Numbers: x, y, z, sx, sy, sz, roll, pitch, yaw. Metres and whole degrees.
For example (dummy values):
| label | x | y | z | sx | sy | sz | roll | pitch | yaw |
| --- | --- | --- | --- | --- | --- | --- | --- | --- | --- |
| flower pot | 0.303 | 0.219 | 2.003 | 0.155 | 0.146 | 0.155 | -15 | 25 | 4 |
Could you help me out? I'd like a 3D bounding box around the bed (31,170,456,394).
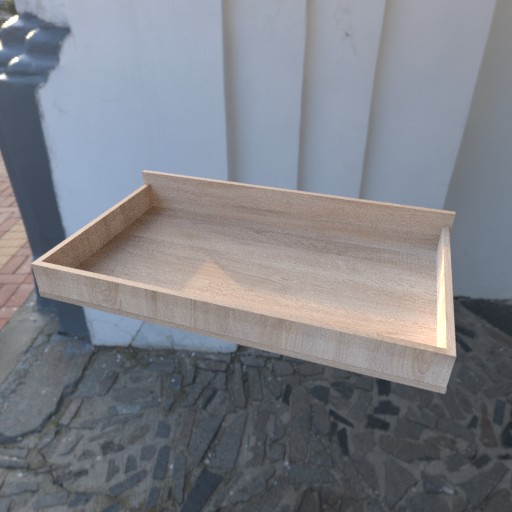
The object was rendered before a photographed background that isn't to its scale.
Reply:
| label | x | y | z | sx | sy | sz | roll | pitch | yaw |
| --- | --- | --- | --- | --- | --- | --- | --- | --- | --- |
| bed | 0.000 | 0.000 | 1.457 | 1.200 | 0.209 | 0.685 | 10 | 33 | 16 |
